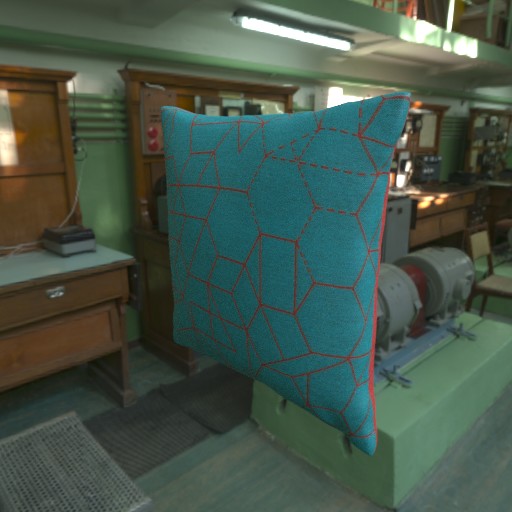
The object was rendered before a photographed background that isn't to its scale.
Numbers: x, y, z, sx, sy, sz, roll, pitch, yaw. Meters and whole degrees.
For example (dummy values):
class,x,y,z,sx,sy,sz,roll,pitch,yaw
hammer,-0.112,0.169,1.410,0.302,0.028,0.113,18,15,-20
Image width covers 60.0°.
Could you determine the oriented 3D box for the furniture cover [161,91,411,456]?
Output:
class,x,y,z,sx,sy,sz,roll,pitch,yaw
furniture cover,0.000,0.000,0.763,0.158,0.508,0.517,-15,22,-43
